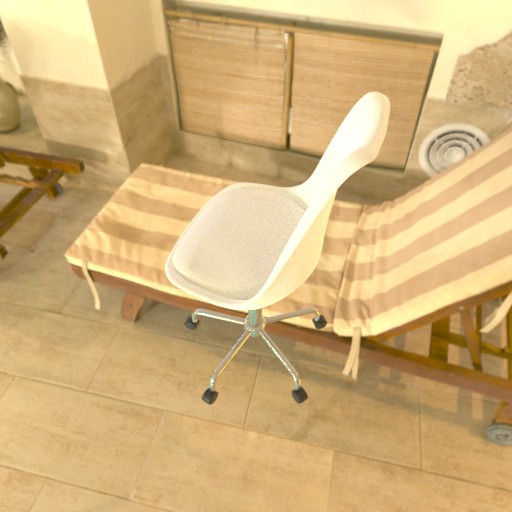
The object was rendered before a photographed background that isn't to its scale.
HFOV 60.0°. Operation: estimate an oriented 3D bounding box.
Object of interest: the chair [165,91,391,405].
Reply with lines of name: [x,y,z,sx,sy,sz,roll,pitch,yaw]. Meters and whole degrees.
chair: [0.000,0.000,1.272,0.550,0.930,0.550,14,48,13]
